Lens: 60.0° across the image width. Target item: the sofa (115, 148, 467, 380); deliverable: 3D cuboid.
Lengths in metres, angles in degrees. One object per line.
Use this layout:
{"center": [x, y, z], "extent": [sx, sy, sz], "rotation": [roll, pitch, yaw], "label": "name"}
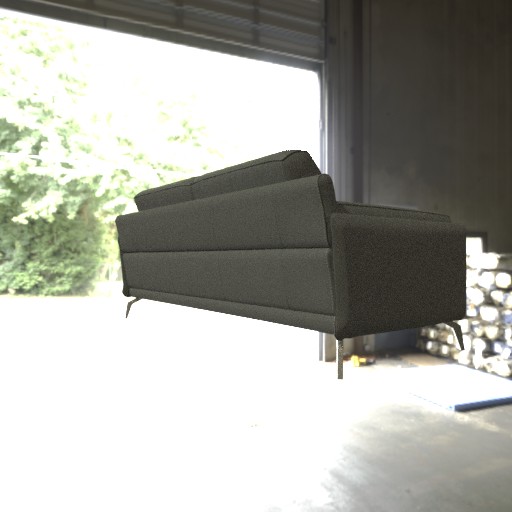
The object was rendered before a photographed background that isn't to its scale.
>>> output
{"center": [0.000, 0.000, 2.638], "extent": [0.969, 0.900, 2.100], "rotation": [0, 0, -38], "label": "sofa"}
